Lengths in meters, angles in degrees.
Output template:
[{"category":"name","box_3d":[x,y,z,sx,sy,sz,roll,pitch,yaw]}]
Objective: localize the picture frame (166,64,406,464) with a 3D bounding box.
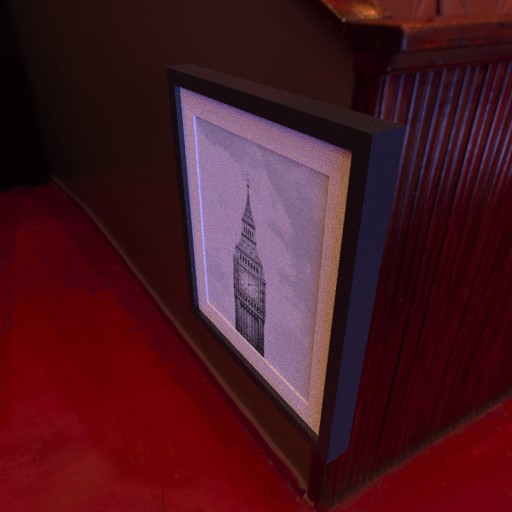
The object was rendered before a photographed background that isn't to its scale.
[{"category":"picture frame","box_3d":[0.000,0.000,0.524,0.034,0.378,0.328,-20,37,-29]}]
